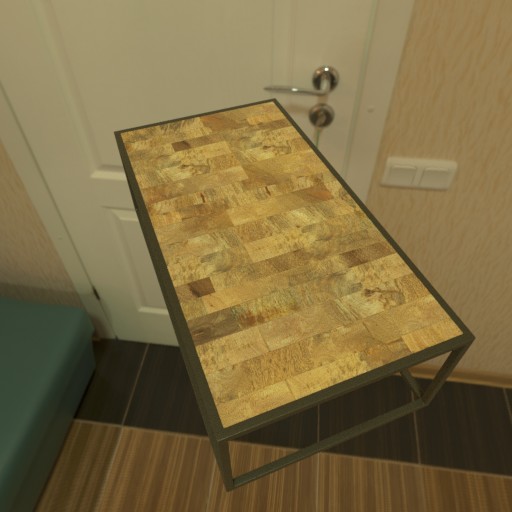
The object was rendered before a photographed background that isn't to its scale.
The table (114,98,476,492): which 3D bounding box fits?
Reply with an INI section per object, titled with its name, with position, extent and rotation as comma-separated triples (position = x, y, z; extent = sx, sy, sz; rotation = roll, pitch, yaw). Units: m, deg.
[table]
position = 0.000, 0.000, 1.491
extent = 0.649, 0.398, 1.199
rotation = -17, 51, -14
